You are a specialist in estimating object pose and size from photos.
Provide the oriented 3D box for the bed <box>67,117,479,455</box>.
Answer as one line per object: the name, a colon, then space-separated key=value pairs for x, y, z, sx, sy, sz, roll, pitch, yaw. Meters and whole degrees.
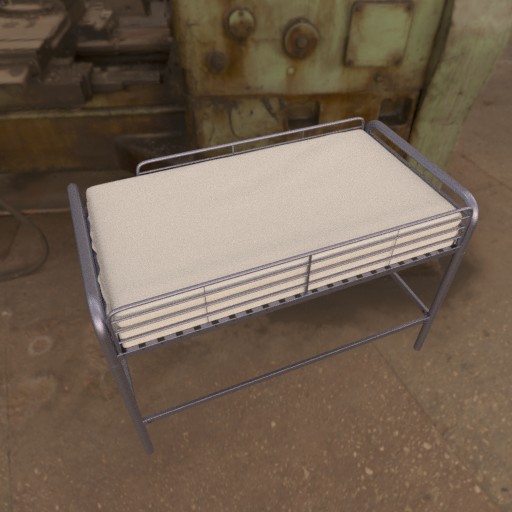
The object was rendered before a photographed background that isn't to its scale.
bed: x=0.000 y=0.000 z=2.889 sx=1.965 sy=1.288 sz=1.415 roll=-16 pitch=46 yaw=-16
